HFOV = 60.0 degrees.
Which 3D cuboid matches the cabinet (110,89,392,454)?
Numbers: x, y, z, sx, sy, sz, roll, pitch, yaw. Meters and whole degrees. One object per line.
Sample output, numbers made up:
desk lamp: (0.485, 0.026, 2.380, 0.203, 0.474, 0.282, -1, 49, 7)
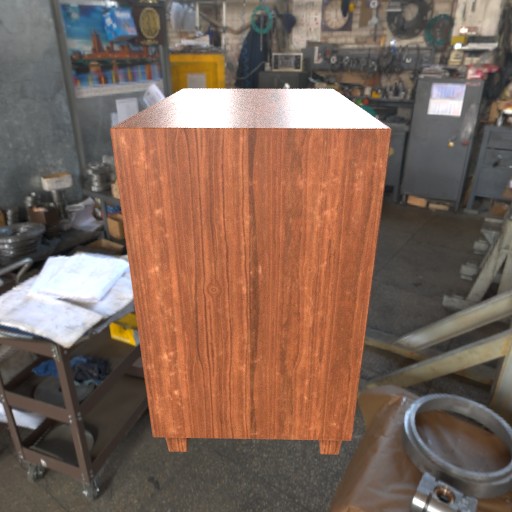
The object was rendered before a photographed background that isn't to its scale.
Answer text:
cabinet: (0.000, 0.000, 1.055, 0.410, 0.695, 0.607, 1, 26, 1)
